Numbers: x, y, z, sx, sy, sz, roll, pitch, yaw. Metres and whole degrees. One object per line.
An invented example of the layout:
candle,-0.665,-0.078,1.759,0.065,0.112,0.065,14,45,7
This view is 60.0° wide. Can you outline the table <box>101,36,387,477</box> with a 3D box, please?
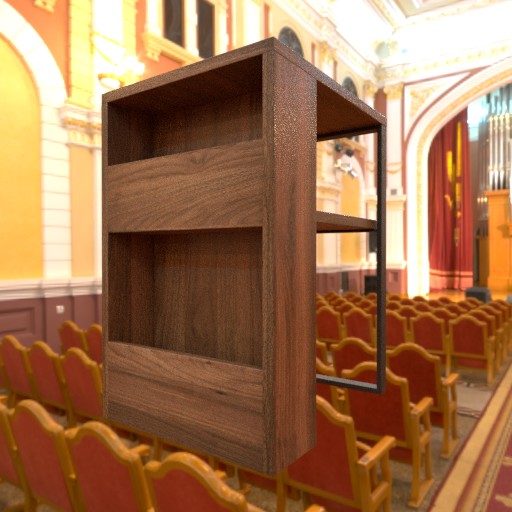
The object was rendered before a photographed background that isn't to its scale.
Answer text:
table,0.000,0.000,1.555,0.660,1.041,0.786,0,1,35
